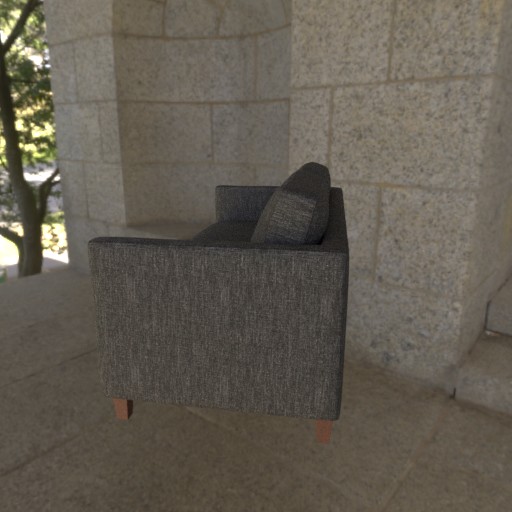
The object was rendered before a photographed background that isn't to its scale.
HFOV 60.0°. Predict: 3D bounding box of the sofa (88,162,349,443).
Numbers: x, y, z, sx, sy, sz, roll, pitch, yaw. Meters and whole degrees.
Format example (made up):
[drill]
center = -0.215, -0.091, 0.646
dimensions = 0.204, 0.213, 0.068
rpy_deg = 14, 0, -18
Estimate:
[sofa]
center = 0.000, 0.000, 2.446
dimensions = 0.950, 0.963, 1.884
rpy_deg = 3, 15, 10
